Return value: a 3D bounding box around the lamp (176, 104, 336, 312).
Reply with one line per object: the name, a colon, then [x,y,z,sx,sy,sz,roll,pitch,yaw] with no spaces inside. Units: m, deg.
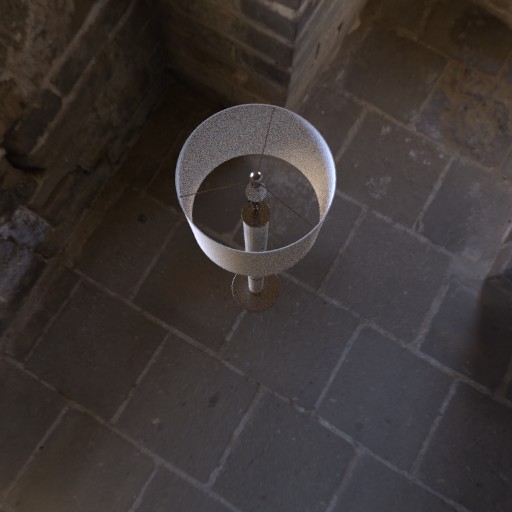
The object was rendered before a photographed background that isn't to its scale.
lamp: [0.000,0.000,1.802,0.377,1.599,0.377,-16,77,-4]
